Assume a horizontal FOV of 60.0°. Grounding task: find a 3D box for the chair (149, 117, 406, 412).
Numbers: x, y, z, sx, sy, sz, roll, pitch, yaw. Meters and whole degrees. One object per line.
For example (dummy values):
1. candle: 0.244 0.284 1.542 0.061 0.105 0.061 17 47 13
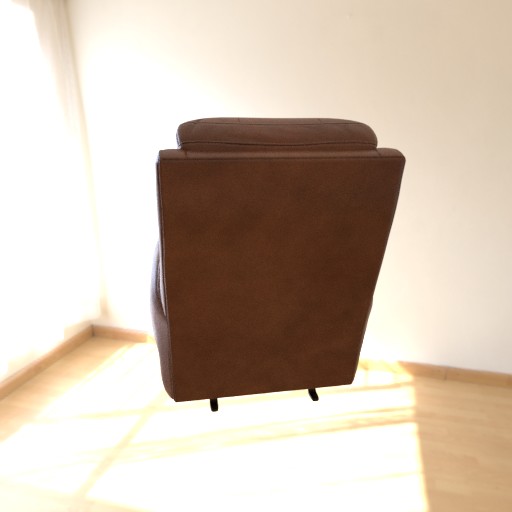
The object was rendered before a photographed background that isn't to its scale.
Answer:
1. chair: 0.000 0.000 1.765 0.821 1.016 1.072 -3 15 -10
